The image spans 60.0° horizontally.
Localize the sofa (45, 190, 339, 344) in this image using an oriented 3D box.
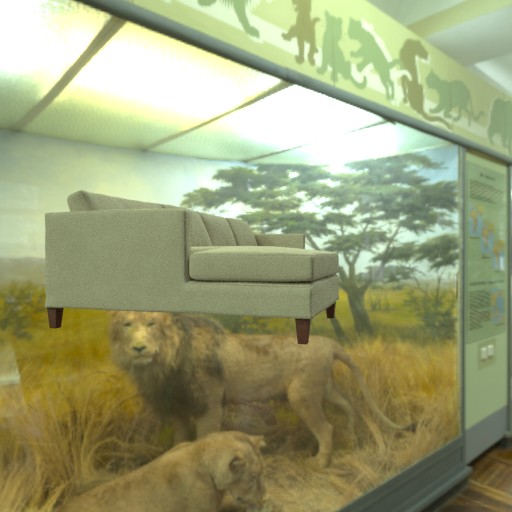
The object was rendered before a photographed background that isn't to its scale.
[{"bbox_3d":[0.000,0.000,3.874,1.625,0.846,3.186,0,0,18],"label":"sofa"}]
